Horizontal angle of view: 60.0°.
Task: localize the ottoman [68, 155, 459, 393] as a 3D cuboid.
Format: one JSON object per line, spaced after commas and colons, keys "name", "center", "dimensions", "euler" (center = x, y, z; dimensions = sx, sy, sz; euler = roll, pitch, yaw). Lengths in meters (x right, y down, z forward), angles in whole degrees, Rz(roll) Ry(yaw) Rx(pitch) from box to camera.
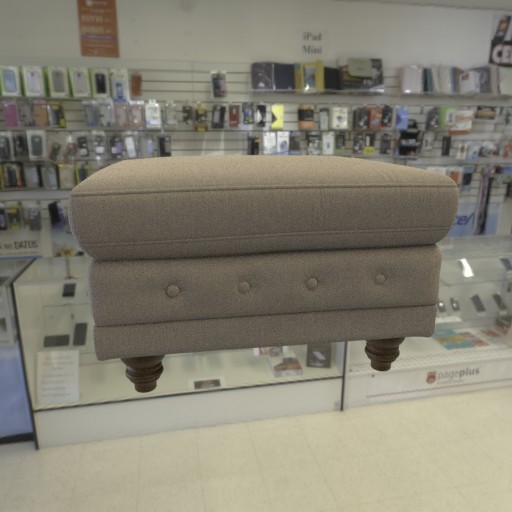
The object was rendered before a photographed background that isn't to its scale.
{"name": "ottoman", "center": [0.000, 0.000, 1.142], "dimensions": [0.771, 0.500, 0.569], "euler": [-3, 16, -9]}
